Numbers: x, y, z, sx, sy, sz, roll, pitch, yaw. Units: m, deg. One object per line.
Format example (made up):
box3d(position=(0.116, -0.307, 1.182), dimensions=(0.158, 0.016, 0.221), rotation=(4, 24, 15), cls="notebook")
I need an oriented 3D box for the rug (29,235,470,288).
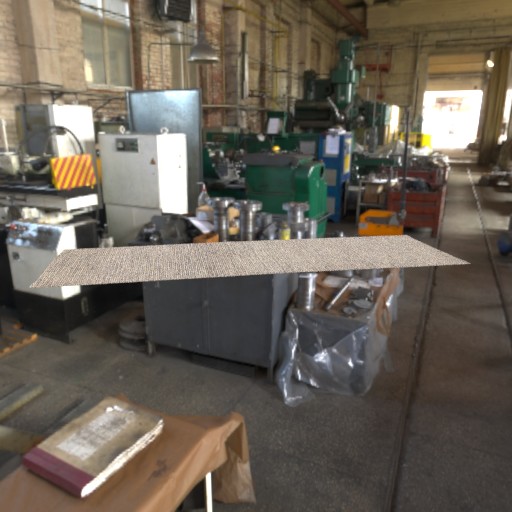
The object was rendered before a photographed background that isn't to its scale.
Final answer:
box3d(position=(0.000, 0.000, 2.639), dimensions=(2.335, 0.013, 0.697), rotation=(-3, 16, -9), cls="rug")
